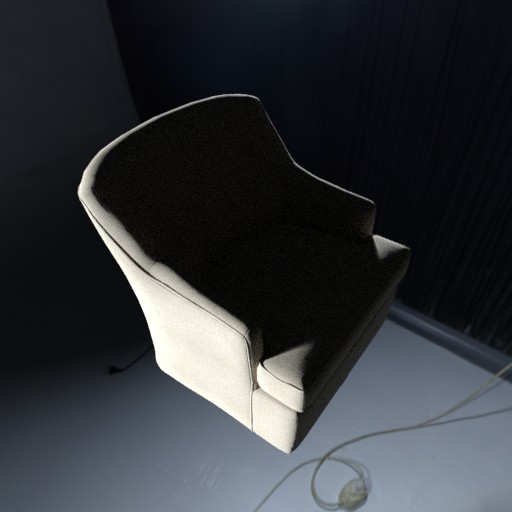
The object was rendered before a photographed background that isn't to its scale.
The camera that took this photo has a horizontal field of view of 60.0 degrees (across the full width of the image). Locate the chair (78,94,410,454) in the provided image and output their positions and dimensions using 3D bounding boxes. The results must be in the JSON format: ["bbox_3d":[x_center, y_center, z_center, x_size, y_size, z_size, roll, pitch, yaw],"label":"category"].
[{"bbox_3d":[0.000,0.000,1.635,0.923,0.856,0.864,26,48,27],"label":"chair"}]
